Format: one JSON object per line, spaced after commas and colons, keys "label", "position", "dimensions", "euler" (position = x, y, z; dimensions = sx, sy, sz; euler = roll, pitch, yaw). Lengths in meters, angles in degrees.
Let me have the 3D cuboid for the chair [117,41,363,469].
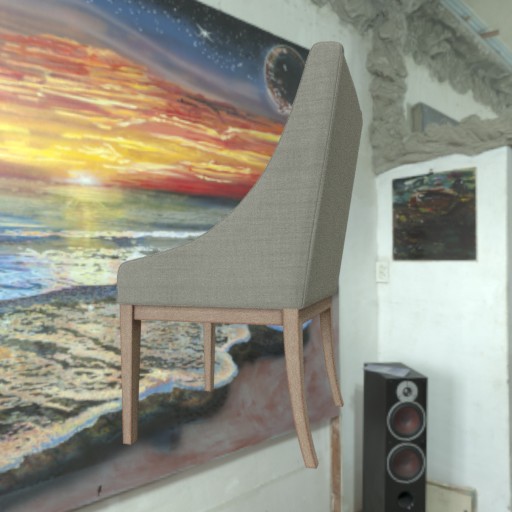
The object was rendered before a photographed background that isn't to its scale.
{"label": "chair", "position": [0.000, 0.000, 1.375], "dimensions": [0.611, 1.021, 0.575], "euler": [0, -1, 19]}
